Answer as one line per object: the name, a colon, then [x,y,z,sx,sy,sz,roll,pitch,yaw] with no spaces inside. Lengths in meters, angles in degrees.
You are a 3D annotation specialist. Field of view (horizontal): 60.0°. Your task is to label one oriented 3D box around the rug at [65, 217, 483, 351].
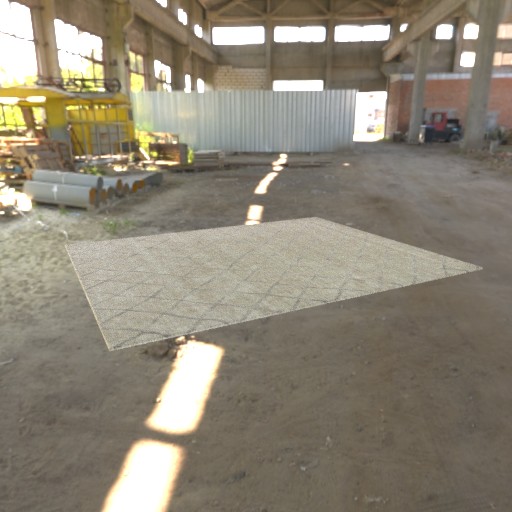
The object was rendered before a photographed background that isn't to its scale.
rug: [0.000,0.000,4.073,3.038,0.019,2.420,-8,18,-26]
